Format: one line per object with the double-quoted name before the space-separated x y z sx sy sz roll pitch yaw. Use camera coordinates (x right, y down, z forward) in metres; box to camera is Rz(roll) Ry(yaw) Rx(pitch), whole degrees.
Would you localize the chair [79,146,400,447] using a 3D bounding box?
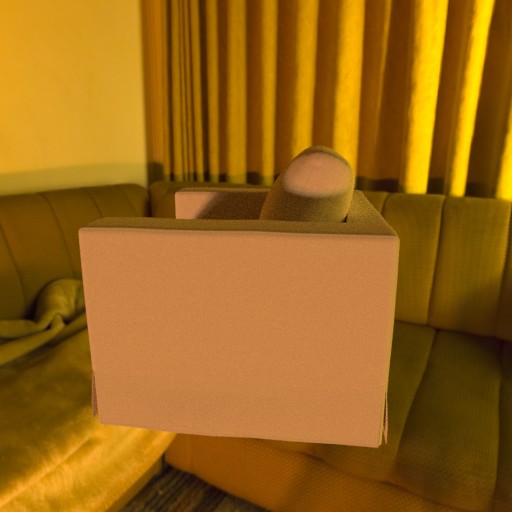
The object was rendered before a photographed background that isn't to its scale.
"chair" 0.000 0.000 1.827 0.957 0.878 1.150 2 15 7
